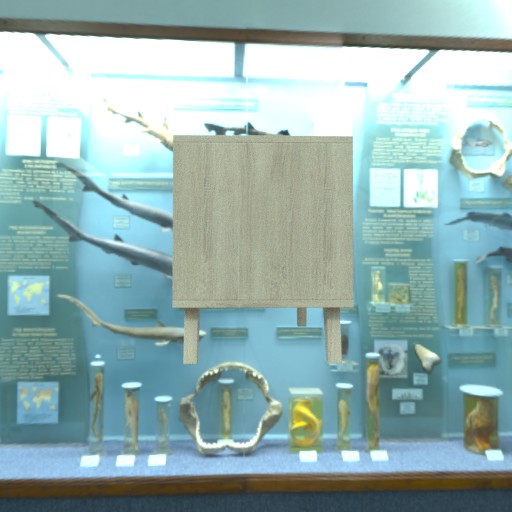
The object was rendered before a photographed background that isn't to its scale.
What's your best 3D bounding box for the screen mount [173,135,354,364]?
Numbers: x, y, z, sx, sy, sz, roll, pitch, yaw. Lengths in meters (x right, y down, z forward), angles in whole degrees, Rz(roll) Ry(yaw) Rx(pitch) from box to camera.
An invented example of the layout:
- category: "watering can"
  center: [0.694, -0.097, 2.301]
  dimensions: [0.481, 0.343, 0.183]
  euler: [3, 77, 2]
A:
- category: "screen mount"
  center: [0.000, 0.000, 1.729]
  dimensions: [0.400, 0.510, 1.500]
  euler: [0, -1, -1]
